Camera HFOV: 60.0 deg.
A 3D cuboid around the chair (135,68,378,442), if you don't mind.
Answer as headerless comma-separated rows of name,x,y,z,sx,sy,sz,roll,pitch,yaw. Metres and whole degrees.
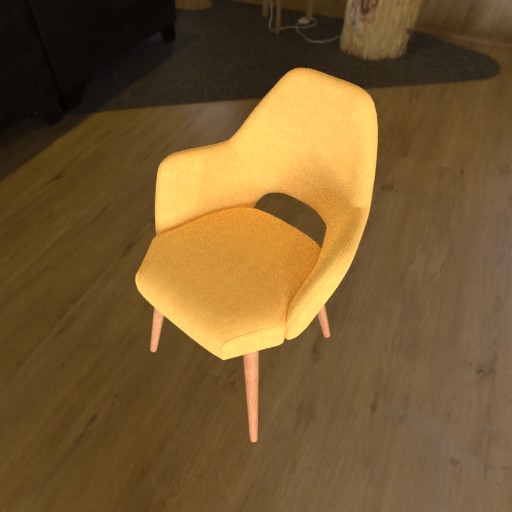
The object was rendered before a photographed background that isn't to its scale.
chair,0.000,0.000,1.254,0.590,0.840,0.610,33,55,27
